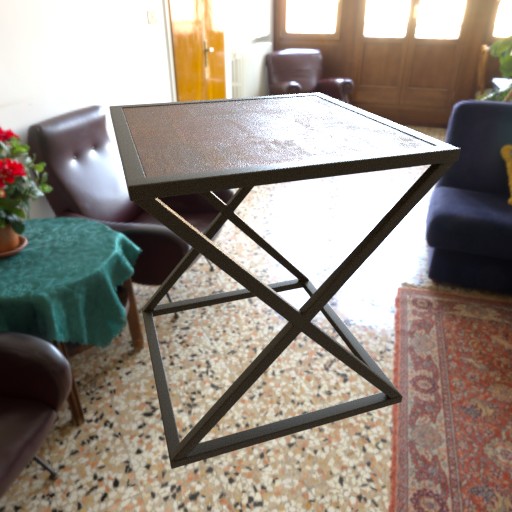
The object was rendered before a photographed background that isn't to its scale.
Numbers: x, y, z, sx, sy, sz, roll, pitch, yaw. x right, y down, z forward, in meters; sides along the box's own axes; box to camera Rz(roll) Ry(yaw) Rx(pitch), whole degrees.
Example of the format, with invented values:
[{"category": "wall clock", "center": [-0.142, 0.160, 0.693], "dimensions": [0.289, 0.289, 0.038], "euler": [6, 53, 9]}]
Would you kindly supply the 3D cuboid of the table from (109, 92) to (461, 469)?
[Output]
[{"category": "table", "center": [0.000, 0.000, 0.960], "dimensions": [0.500, 0.565, 0.500], "euler": [-10, 31, -16]}]
